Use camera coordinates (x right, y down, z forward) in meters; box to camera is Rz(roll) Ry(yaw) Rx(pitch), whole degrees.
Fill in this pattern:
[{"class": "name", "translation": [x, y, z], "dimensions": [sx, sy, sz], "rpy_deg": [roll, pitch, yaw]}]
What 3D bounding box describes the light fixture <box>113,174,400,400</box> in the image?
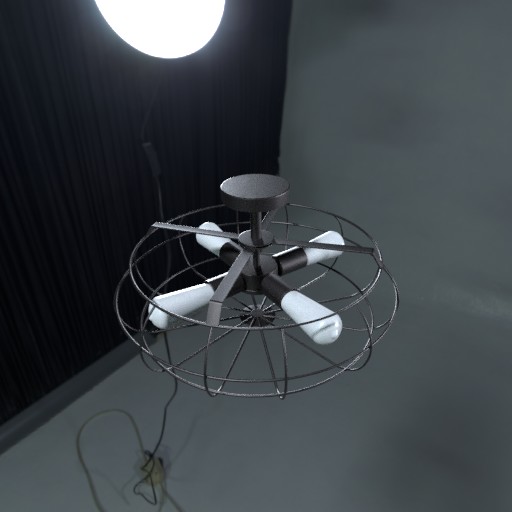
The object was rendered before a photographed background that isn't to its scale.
[{"class": "light fixture", "translation": [0.000, 0.000, 0.916], "dimensions": [0.582, 0.311, 0.582], "rpy_deg": [0, 31, 0]}]
